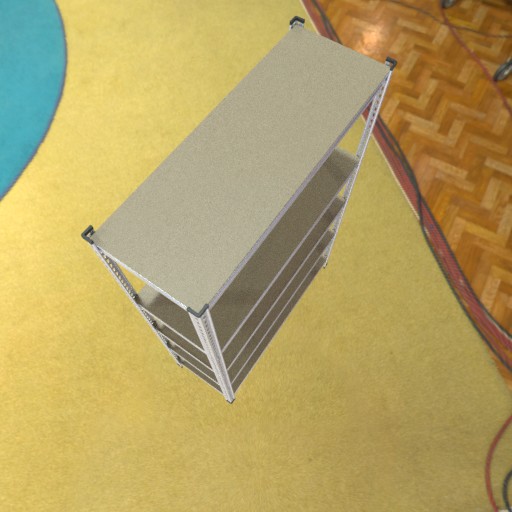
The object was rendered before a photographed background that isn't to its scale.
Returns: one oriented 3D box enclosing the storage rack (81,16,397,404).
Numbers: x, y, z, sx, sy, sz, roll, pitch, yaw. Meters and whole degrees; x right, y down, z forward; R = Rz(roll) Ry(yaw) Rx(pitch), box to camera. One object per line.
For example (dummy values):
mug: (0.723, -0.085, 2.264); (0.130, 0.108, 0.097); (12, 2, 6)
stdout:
storage rack: (0.000, 0.000, 2.326); (0.457, 1.829, 1.219); (32, 68, 14)
